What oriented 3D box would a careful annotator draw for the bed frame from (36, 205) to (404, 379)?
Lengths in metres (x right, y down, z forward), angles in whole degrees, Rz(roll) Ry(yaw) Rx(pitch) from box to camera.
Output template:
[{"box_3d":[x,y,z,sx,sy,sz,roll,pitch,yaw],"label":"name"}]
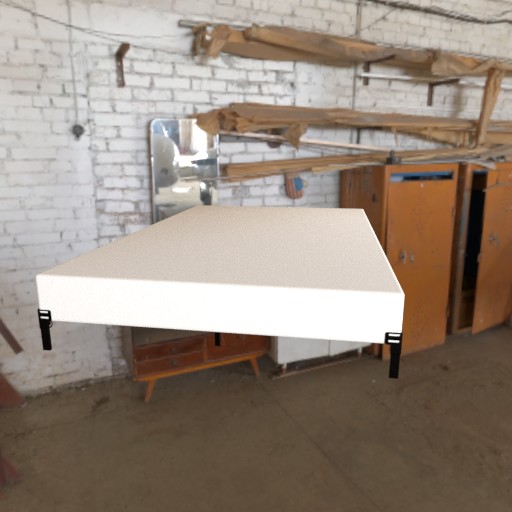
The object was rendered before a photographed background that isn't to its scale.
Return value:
[{"box_3d":[0.000,0.000,3.701,1.930,0.440,2.987,2,14,9],"label":"bed frame"}]
